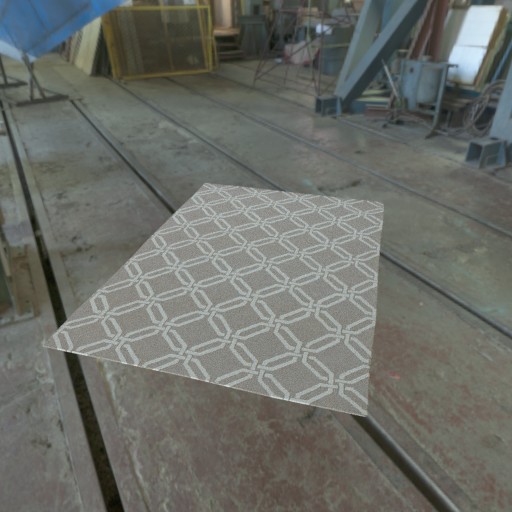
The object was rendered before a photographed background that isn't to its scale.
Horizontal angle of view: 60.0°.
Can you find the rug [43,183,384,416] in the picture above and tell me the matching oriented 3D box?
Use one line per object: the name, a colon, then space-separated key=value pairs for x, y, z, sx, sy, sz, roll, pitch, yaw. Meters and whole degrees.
rug: x=0.000 y=0.000 z=2.802 sx=1.524 sy=0.013 sz=2.135 roll=8 pitch=32 yaw=13
